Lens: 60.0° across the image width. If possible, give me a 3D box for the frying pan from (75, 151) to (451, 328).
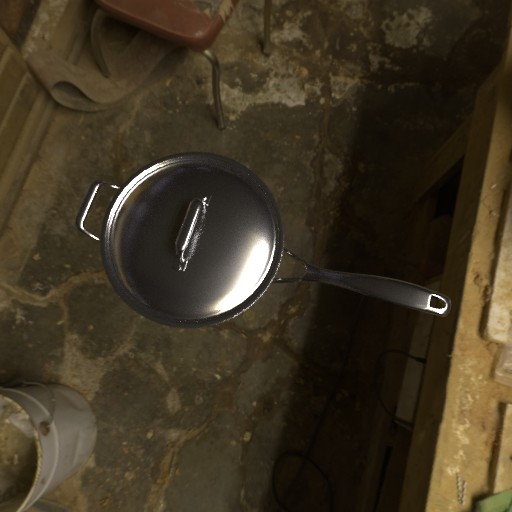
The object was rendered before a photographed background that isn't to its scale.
[{"bbox_3d":[0.000,0.000,0.673,0.561,0.114,0.280,17,76,4],"label":"frying pan"}]
